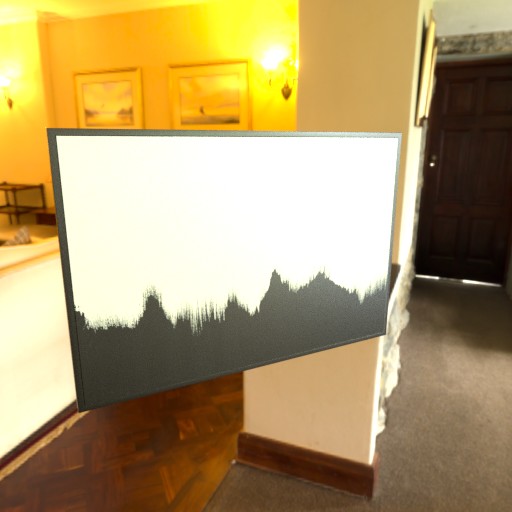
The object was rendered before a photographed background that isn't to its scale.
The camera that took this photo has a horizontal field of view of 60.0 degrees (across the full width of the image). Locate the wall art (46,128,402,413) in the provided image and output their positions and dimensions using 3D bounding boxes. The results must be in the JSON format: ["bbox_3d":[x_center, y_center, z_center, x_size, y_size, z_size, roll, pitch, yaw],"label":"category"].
[{"bbox_3d":[0.000,0.000,0.820,0.659,0.446,0.022,-7,16,-26],"label":"wall art"}]
